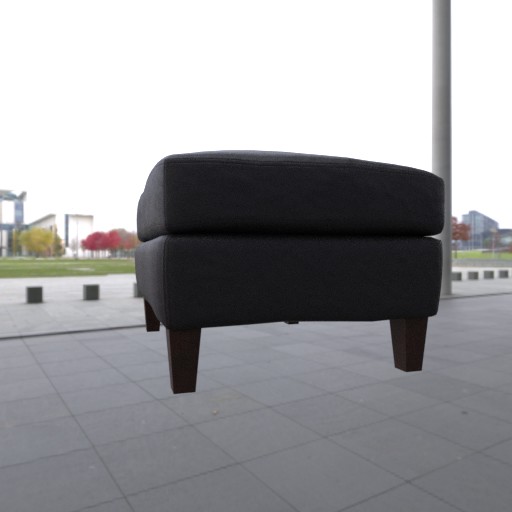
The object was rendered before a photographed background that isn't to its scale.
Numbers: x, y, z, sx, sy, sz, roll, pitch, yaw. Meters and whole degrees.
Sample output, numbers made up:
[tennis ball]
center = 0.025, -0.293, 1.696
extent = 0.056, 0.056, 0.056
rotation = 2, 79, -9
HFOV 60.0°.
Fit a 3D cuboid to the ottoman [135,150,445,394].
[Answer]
[ottoman]
center = 0.000, 0.000, 1.299
extent = 0.659, 0.529, 0.887
rotation = 0, 0, -18
